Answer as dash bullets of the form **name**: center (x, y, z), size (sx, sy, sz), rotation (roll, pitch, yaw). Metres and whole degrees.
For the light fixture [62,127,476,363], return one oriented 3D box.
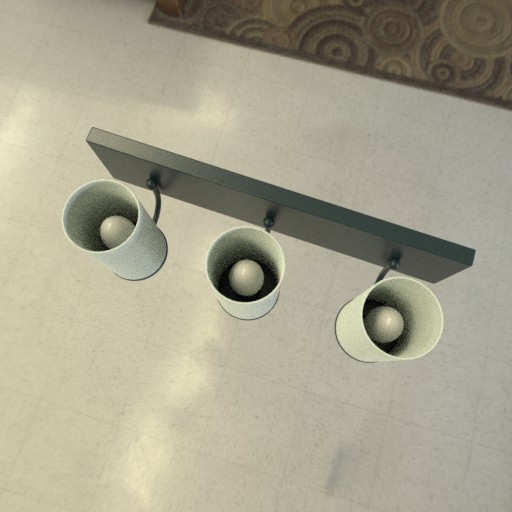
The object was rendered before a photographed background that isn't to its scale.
- **light fixture**: center (0.000, 0.000, 0.525), size (0.451, 0.172, 0.145), rotation (19, 77, 5)
